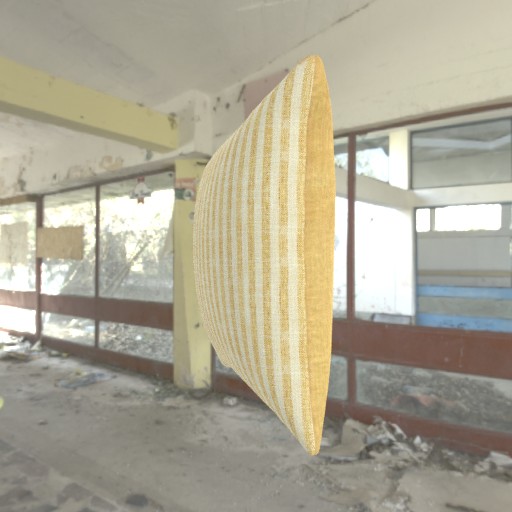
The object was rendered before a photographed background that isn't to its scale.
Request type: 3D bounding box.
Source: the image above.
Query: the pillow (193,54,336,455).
[{"bbox_3d":[0.000,0.000,0.646,0.173,0.407,0.419,0,-1,-17],"label":"pillow"}]
